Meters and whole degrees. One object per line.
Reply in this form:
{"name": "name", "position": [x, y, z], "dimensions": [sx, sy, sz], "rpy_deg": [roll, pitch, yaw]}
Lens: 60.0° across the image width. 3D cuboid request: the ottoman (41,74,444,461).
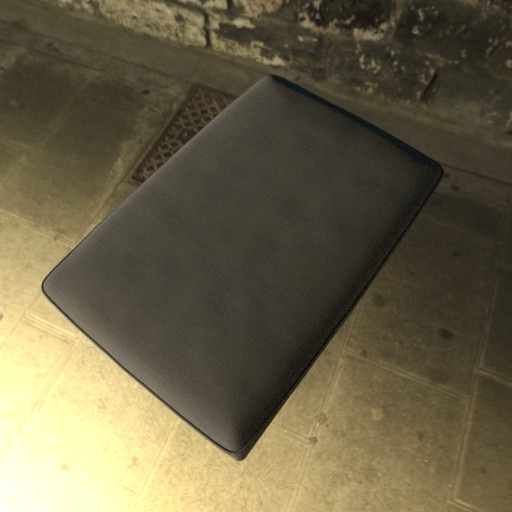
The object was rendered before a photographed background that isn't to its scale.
{"name": "ottoman", "position": [0.000, 0.000, 1.296], "dimensions": [0.636, 0.480, 0.941], "rpy_deg": [35, 68, 16]}
